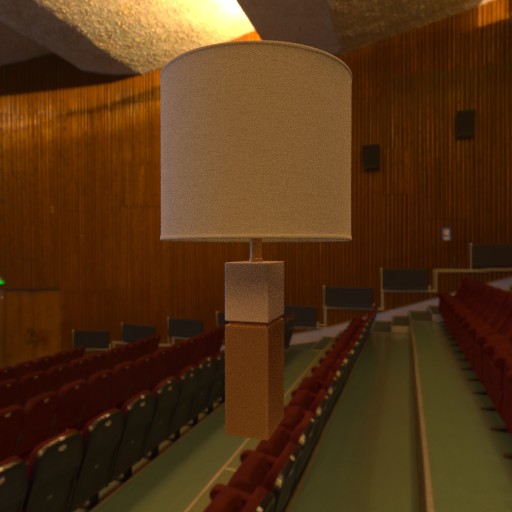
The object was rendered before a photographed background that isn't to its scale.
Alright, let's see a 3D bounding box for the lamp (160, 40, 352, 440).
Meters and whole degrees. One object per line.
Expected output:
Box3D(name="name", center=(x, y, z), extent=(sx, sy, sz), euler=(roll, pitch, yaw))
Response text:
Box3D(name="lamp", center=(0.000, 0.000, 0.542), extent=(0.229, 0.417, 0.229), euler=(0, 1, 18))
